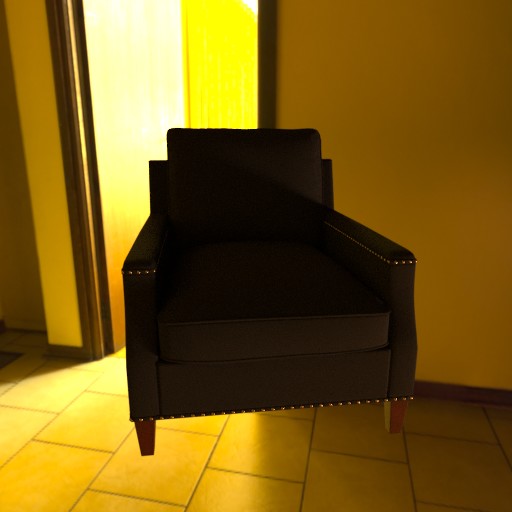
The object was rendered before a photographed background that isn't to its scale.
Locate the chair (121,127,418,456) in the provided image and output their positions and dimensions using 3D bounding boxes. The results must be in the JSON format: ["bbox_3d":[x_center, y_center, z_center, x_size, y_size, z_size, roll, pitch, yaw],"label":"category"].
[{"bbox_3d":[0.000,0.000,1.664,0.853,0.943,1.014,-2,15,-7],"label":"chair"}]
